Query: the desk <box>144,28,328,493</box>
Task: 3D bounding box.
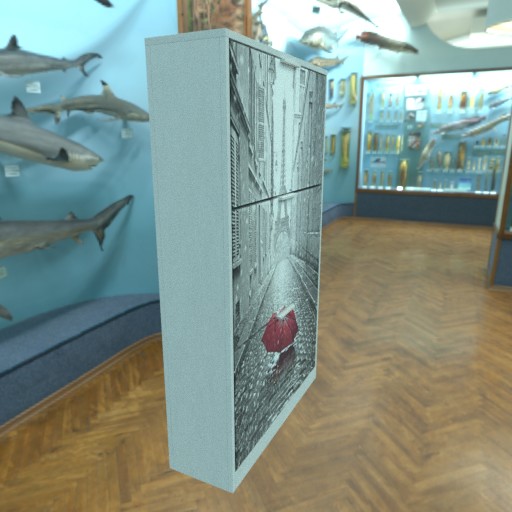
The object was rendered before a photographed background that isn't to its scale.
[{"bbox_3d":[0.000,0.000,1.545,0.250,1.280,0.750,7,17,26],"label":"desk"}]
